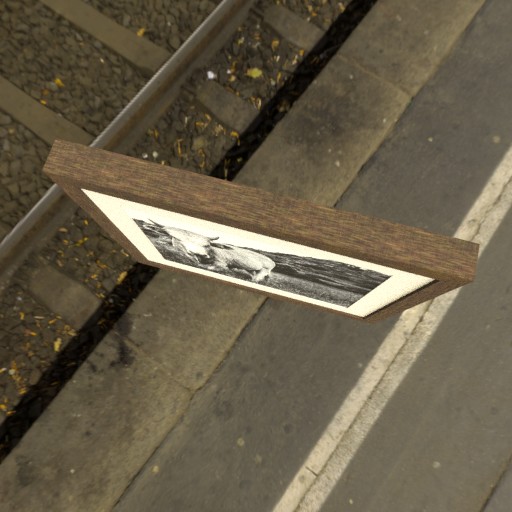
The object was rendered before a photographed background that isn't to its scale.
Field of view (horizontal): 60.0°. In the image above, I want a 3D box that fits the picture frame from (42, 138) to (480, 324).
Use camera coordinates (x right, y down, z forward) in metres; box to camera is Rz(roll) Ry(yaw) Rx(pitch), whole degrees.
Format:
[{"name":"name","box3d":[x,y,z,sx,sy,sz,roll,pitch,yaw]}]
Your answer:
[{"name":"picture frame","box3d":[0.000,0.000,0.538,0.378,0.330,0.033,15,76,4]}]
